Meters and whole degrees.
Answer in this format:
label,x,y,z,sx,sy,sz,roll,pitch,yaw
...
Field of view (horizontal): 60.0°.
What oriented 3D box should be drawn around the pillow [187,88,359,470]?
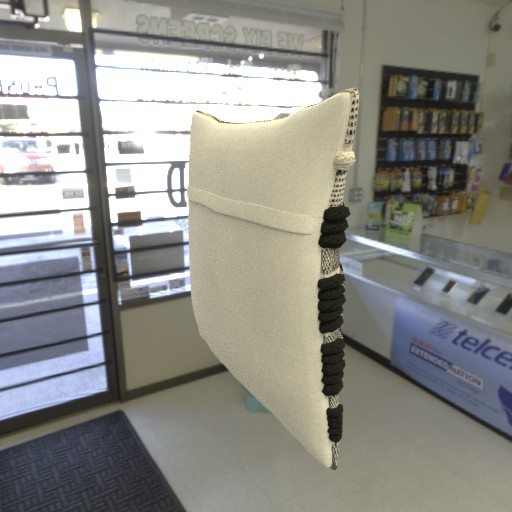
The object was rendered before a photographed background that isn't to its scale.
label,x,y,z,sx,sy,sz,roll,pitch,yaw
pillow,0.000,0.000,0.666,0.156,0.438,0.436,-8,17,-27
